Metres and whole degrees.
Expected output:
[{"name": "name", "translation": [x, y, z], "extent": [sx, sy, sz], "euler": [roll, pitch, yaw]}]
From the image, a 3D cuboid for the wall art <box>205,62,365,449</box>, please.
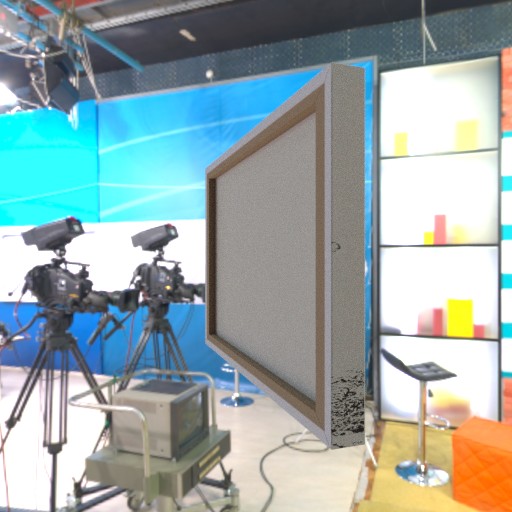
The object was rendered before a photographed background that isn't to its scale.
[{"name": "wall art", "translation": [0.000, 0.000, 0.767], "extent": [0.042, 0.414, 0.608], "euler": [0, 0, -19]}]
